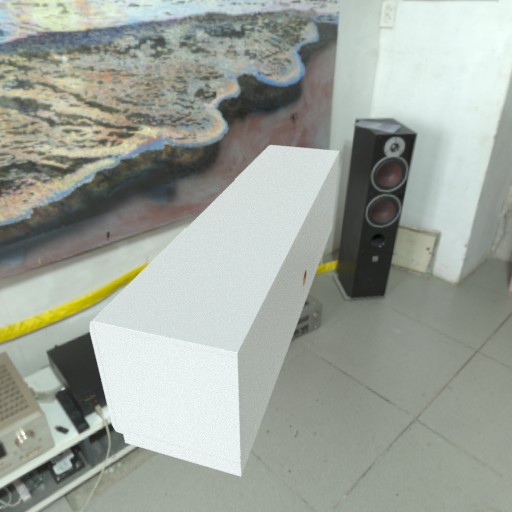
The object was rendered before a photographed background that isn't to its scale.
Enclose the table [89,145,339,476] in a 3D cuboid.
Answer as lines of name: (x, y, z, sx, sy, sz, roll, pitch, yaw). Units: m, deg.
table: (0.000, 0.000, 1.754, 0.400, 0.440, 1.550, 9, 31, 15)
